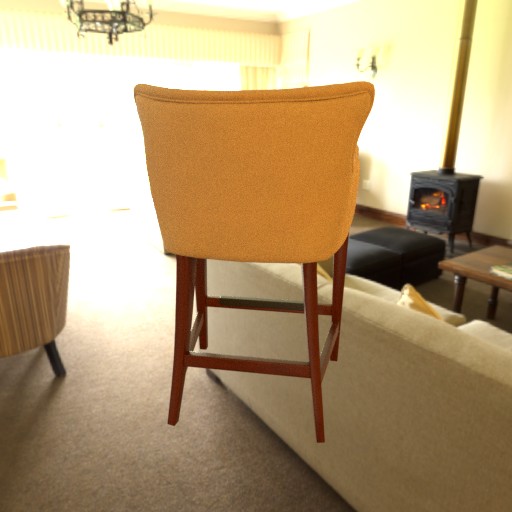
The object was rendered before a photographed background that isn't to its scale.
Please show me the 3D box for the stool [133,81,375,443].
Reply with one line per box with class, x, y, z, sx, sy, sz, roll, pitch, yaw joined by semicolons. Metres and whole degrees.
stool;0.000;0.000;1.322;0.601;0.951;0.570;3;18;9
